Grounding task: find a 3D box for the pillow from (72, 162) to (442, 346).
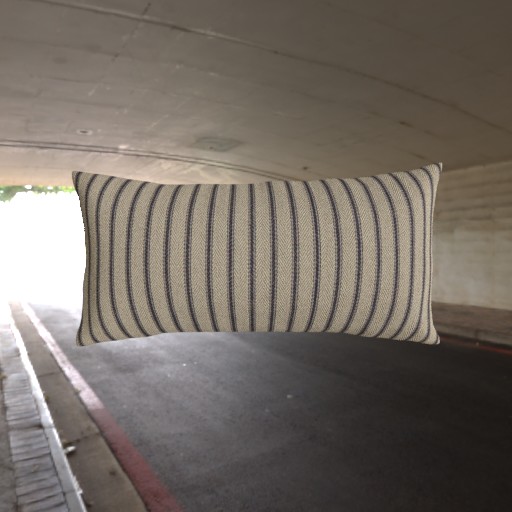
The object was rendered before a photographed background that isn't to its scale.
[{"bbox_3d":[0.000,0.000,0.733,0.609,0.305,0.151,0,1,1],"label":"pillow"}]
